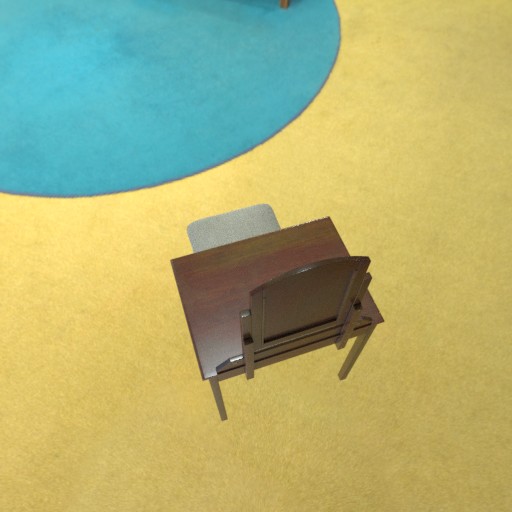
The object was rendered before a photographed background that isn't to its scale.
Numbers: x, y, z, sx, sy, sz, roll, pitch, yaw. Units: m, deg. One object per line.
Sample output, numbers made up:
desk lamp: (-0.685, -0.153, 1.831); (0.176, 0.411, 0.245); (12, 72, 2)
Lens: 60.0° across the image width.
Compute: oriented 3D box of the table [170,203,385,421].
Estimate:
table: (0.000, 0.000, 2.357); (0.876, 1.631, 1.211); (-16, 59, -10)
